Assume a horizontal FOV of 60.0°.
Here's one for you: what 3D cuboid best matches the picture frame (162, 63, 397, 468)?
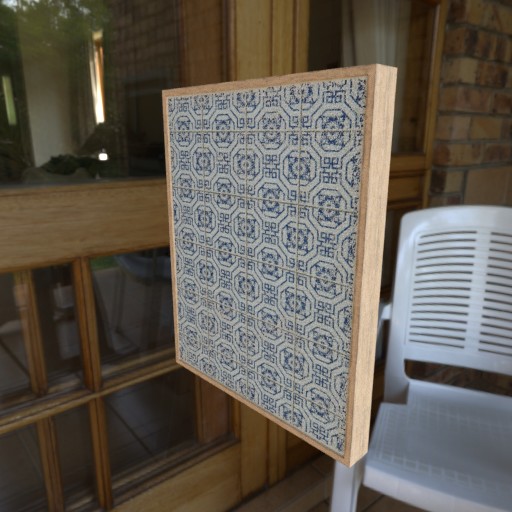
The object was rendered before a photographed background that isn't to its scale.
[{"bbox_3d":[0.000,0.000,0.713,0.046,0.526,0.421,-14,21,-42],"label":"picture frame"}]
